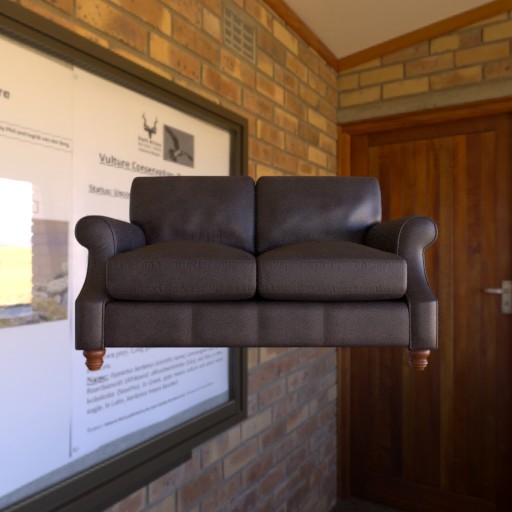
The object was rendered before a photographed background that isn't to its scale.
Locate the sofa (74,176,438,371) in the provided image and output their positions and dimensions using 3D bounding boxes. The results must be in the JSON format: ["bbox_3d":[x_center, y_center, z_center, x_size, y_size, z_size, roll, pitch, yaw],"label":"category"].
[{"bbox_3d":[0.000,0.000,2.357,1.663,0.979,1.030,0,0,0],"label":"sofa"}]
